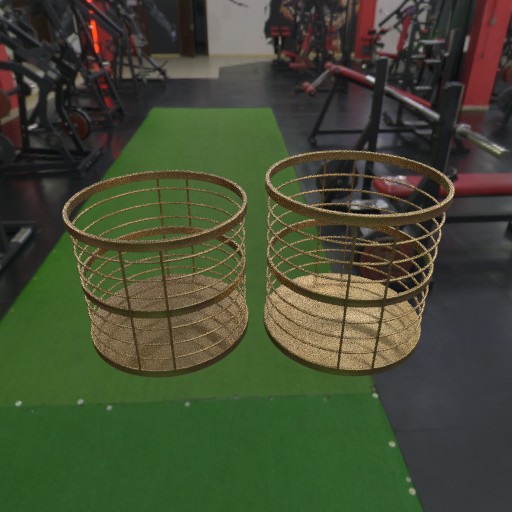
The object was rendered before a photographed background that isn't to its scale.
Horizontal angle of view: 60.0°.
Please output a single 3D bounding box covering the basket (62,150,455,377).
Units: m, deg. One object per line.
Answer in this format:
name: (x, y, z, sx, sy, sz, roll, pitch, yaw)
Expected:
basket: (0.000, 0.000, 0.947, 0.746, 0.351, 0.356, 0, 30, 0)
